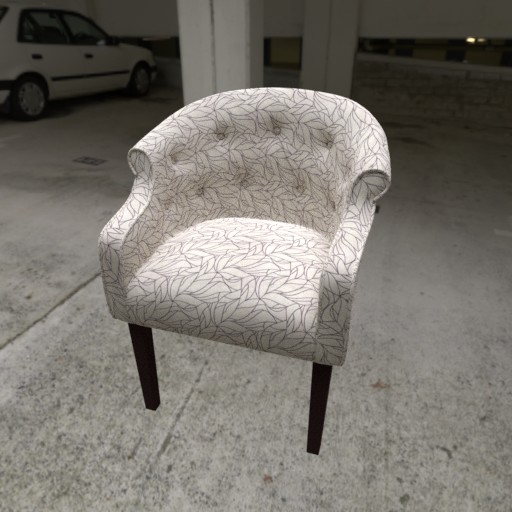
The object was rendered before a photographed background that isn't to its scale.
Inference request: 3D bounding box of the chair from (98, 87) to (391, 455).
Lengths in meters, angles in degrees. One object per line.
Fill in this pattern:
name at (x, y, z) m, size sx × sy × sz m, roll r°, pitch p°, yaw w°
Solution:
chair at (0.000, 0.000, 1.279) m, size 0.686 × 0.858 × 0.613 m, roll 9°, pitch 28°, yaw 16°
